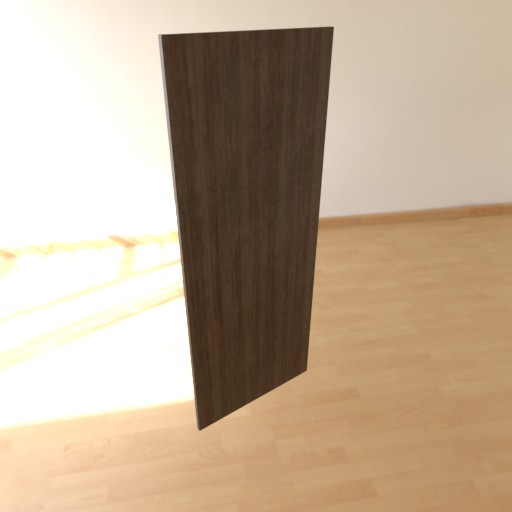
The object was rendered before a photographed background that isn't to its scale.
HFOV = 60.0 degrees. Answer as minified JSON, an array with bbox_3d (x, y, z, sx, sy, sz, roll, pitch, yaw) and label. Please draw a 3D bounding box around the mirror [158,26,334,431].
[{"bbox_3d":[0.000,0.000,2.235,0.812,2.032,0.025,-20,36,-30],"label":"mirror"}]
